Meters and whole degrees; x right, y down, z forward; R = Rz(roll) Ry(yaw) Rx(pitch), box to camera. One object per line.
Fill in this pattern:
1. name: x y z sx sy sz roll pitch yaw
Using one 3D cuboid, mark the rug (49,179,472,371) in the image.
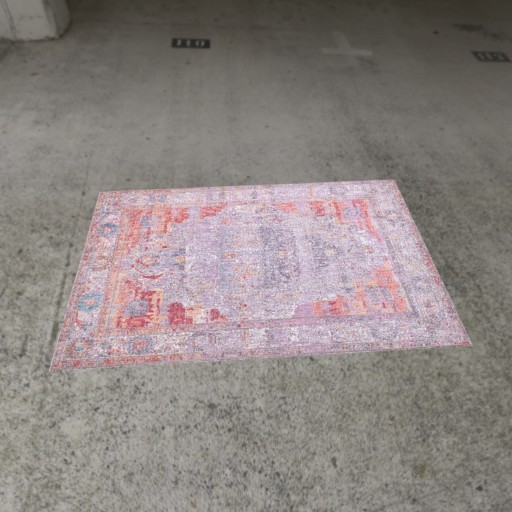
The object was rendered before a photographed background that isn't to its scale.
1. rug: 0.000 0.000 2.328 1.829 0.005 1.219 -3 46 -3
